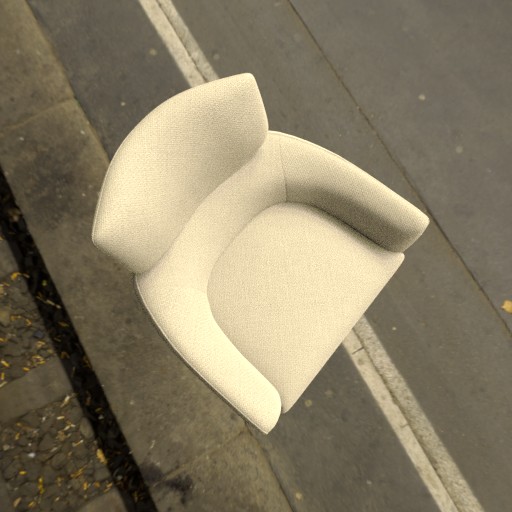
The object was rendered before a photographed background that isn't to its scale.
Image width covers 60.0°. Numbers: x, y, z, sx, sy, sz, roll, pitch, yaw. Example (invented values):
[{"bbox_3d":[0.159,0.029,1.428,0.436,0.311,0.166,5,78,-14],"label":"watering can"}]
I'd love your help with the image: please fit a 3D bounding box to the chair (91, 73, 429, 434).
[{"bbox_3d":[0.000,0.000,1.366,0.730,0.810,0.760,39,80,8],"label":"chair"}]
